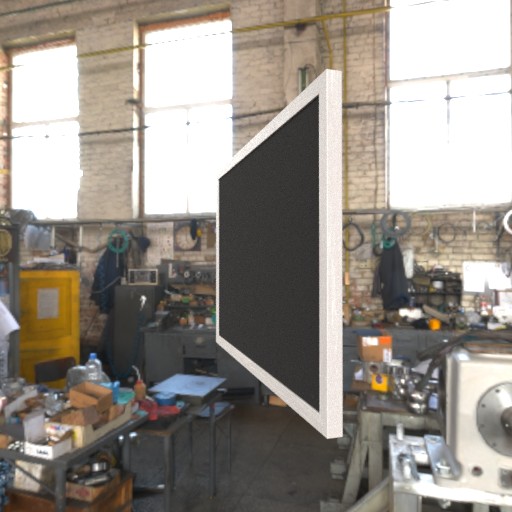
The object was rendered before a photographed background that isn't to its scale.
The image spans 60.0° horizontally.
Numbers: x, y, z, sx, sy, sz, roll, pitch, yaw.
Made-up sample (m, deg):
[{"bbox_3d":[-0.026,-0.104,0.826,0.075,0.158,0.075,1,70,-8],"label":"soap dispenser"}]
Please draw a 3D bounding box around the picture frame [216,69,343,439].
[{"bbox_3d":[0.000,0.000,1.225,0.029,0.640,0.950,0,-1,-17],"label":"picture frame"}]
